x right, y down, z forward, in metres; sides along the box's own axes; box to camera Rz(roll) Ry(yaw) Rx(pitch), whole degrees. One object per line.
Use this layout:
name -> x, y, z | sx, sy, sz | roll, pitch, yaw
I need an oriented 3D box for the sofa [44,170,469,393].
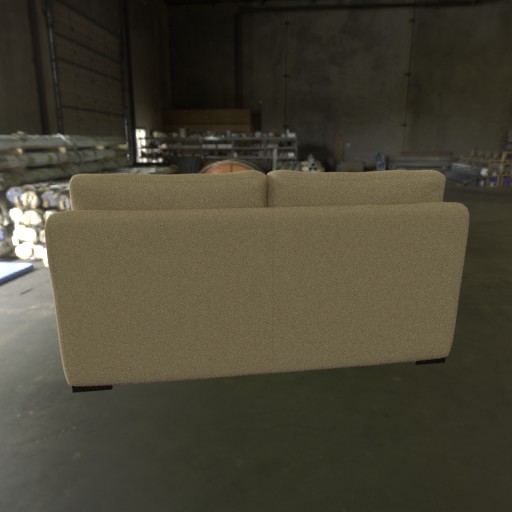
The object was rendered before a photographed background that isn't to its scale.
sofa -> 0.000, 0.000, 2.425 | 1.885, 0.967, 0.962 | -2, 15, -8
